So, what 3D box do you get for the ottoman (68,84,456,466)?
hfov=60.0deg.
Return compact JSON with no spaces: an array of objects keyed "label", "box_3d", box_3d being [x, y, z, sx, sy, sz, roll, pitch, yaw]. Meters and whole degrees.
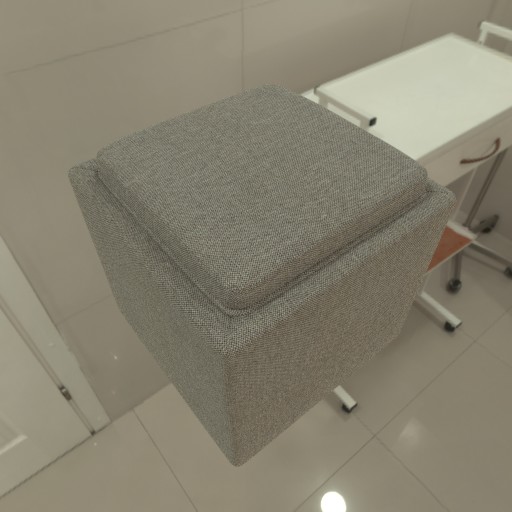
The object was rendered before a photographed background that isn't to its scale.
[{"label":"ottoman","box_3d":[0.000,0.000,0.825,0.450,0.460,0.450,-31,54,-25]}]
